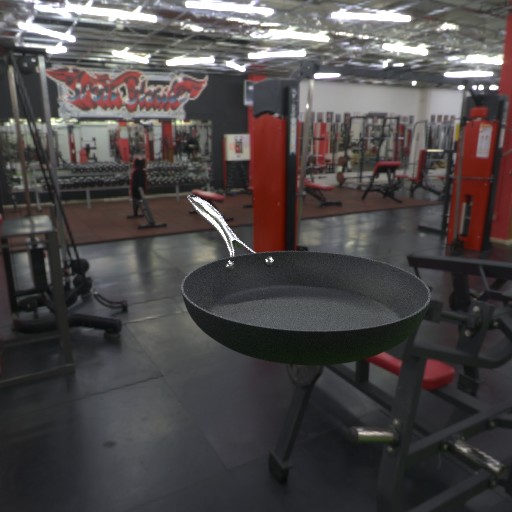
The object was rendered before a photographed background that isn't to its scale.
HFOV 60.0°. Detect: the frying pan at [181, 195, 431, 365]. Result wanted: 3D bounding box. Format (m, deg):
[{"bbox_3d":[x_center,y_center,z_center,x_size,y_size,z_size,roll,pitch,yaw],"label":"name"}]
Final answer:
[{"bbox_3d":[0.000,0.000,0.564,0.255,0.105,0.472,-8,17,-26],"label":"frying pan"}]
